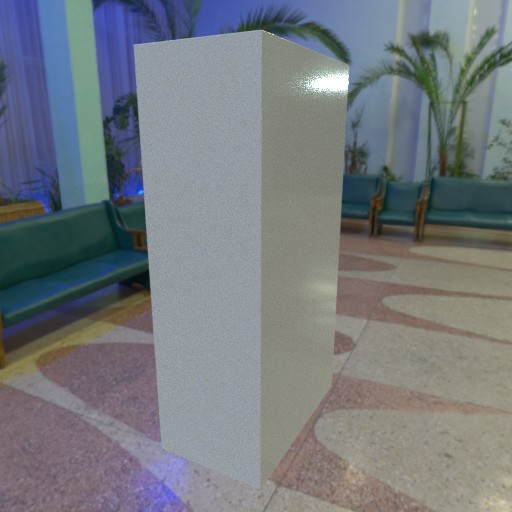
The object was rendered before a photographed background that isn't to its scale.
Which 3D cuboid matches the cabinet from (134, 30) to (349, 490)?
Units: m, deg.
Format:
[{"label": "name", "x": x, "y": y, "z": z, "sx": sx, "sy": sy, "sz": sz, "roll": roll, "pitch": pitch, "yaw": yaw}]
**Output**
[{"label": "cabinet", "x": 0.000, "y": 0.000, "z": 2.313, "sx": 0.580, "sy": 1.920, "sz": 0.980, "roll": 9, "pitch": 18, "yaw": 27}]
